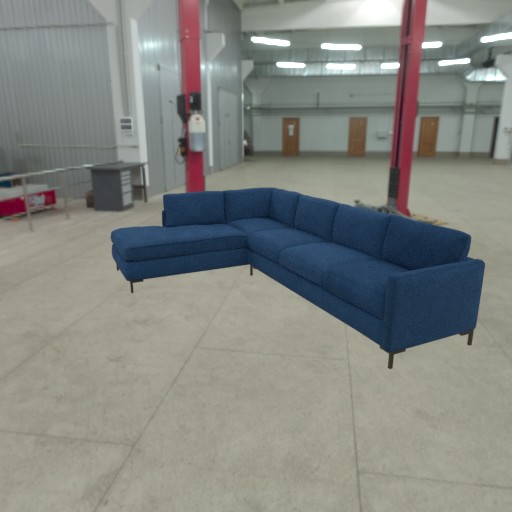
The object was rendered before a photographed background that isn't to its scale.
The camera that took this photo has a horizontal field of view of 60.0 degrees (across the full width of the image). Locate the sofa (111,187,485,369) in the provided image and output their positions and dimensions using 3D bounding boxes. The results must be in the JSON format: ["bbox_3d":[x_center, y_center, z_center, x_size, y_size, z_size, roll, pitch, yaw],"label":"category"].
[{"bbox_3d":[0.000,0.000,3.826,2.007,0.815,2.949,-8,18,-25],"label":"sofa"}]
